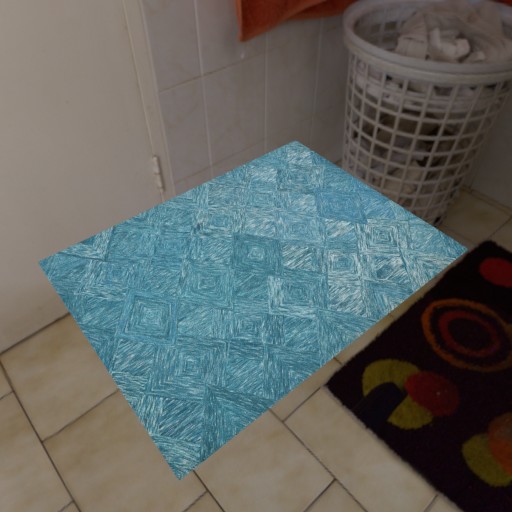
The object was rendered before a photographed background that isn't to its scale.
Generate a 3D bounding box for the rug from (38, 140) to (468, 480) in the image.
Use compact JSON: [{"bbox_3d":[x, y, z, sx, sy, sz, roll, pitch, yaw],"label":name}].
[{"bbox_3d":[0.000,0.000,4.136,3.217,0.027,2.405,-31,54,-26],"label":"rug"}]
